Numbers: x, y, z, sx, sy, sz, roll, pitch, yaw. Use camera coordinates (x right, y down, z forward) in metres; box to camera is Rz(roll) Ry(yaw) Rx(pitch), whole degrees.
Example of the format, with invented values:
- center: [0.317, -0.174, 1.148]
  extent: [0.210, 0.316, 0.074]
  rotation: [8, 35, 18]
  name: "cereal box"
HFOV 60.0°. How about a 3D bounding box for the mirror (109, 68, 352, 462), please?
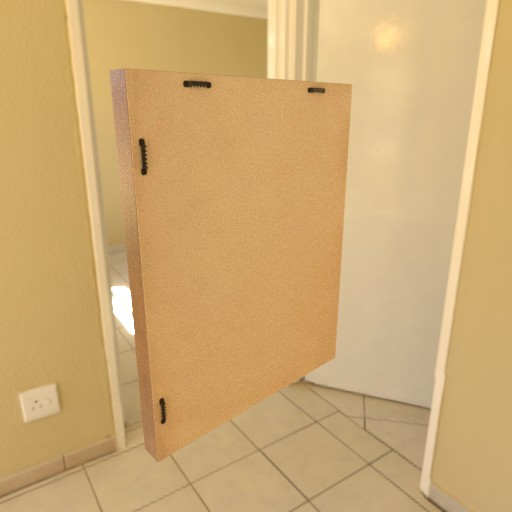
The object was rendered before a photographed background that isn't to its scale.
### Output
- center: [0.000, 0.000, 0.683]
  extent: [0.406, 0.509, 0.041]
  rotation: [-16, 24, -41]
  name: "mirror"
